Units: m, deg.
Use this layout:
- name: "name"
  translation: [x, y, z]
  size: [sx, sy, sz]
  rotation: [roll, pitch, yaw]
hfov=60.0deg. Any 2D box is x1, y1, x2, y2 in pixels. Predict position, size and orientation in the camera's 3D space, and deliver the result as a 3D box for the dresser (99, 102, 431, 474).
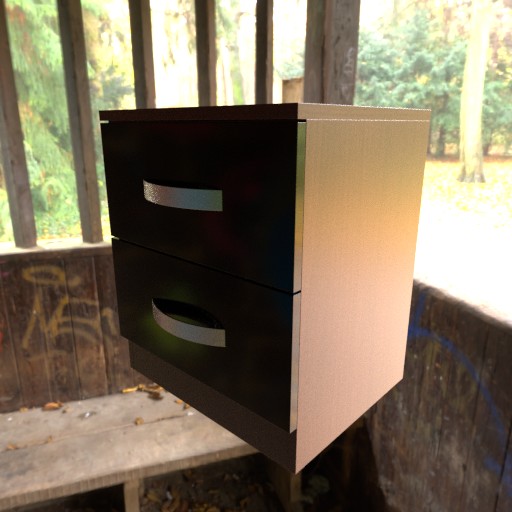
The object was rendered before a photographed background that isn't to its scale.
- name: "dresser"
  translation: [0.000, 0.000, 0.751]
  size: [0.400, 0.470, 0.360]
  rotation: [15, 22, 41]
